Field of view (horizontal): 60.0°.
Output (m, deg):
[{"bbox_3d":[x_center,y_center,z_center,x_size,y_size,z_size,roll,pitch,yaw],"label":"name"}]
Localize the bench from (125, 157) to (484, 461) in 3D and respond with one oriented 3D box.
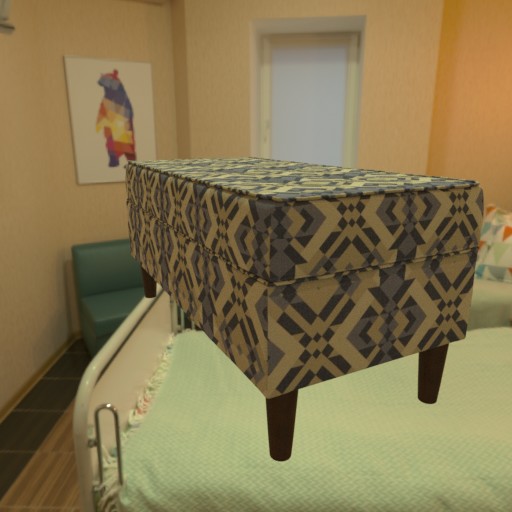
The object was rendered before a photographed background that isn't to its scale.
[{"bbox_3d":[0.000,0.000,1.219,0.492,0.477,1.016,-8,17,-26],"label":"bench"}]
